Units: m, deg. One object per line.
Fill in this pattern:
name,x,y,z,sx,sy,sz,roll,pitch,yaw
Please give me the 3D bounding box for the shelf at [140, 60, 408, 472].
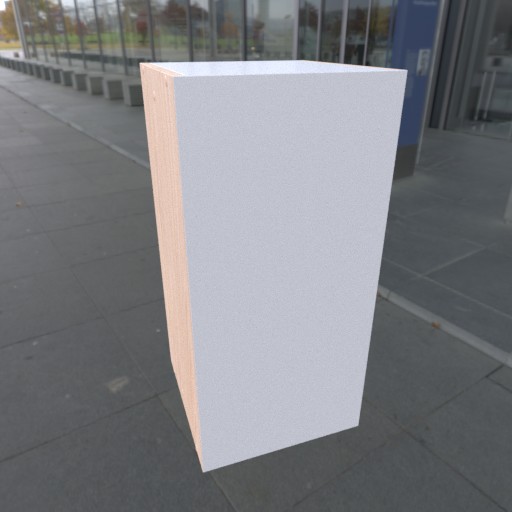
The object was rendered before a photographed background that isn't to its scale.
shelf,0.000,0.000,0.753,0.290,0.594,0.297,-9,27,-18
